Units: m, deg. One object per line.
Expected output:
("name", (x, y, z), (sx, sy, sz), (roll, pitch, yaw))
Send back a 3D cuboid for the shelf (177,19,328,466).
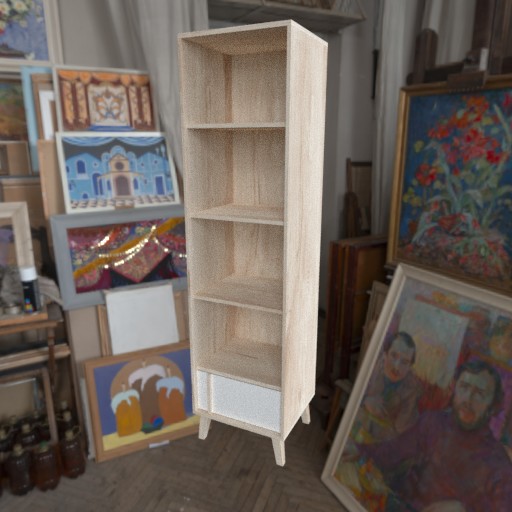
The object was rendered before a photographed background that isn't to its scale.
("shelf", (0.000, 0.000, 2.180), (0.510, 1.960, 0.450), (7, 16, 25))
